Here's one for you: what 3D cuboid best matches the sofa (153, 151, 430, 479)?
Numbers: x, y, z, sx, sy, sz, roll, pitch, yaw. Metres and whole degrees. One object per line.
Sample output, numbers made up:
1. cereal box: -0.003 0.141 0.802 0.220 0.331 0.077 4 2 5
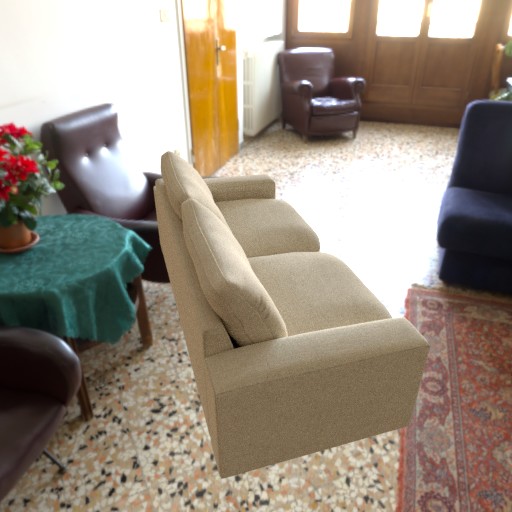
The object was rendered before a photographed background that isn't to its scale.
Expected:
1. sofa: 0.000 0.000 2.831 1.040 0.922 2.299 -9 31 -15
